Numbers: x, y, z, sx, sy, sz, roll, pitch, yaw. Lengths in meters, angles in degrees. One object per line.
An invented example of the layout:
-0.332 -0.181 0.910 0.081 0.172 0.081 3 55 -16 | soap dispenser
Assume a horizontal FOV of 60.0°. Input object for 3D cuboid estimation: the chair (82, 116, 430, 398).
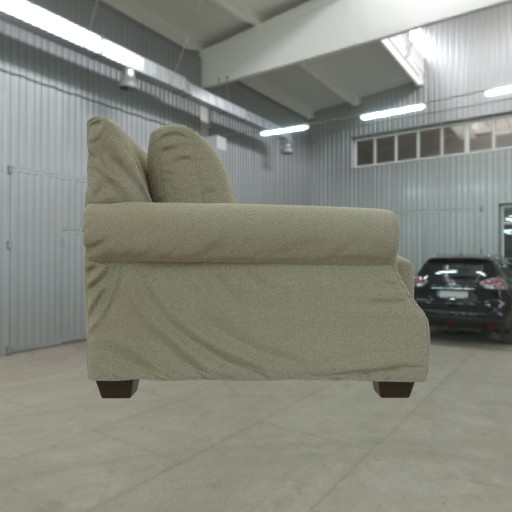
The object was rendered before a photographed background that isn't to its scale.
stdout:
0.000 0.000 1.712 1.066 0.866 0.940 0 0 0 | chair
